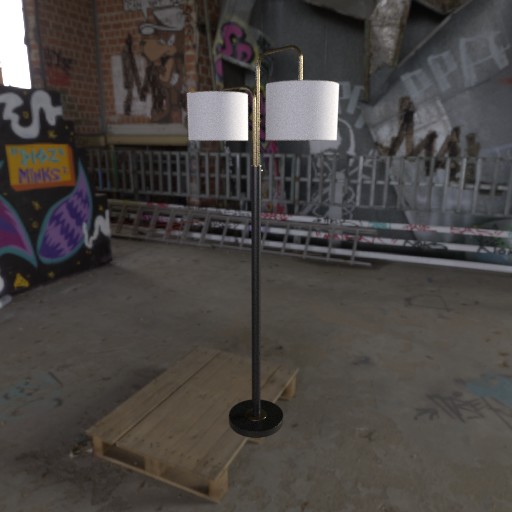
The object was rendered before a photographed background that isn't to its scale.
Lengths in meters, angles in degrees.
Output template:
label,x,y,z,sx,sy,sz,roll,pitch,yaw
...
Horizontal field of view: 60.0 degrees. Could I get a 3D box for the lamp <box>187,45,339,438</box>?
label,x,y,z,sx,sy,sz,roll,pitch,yaw
lamp,0.000,0.000,1.873,0.254,1.587,0.711,-14,20,-43
